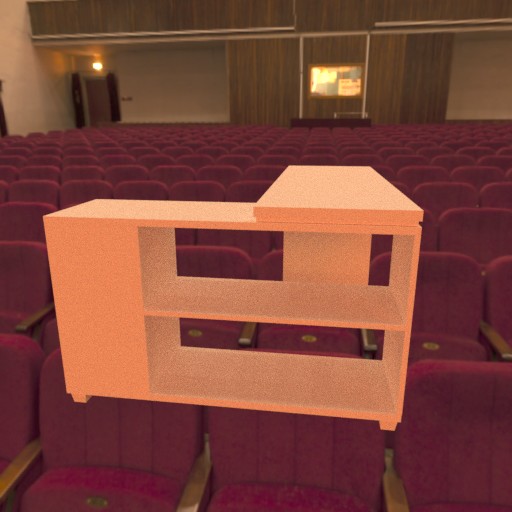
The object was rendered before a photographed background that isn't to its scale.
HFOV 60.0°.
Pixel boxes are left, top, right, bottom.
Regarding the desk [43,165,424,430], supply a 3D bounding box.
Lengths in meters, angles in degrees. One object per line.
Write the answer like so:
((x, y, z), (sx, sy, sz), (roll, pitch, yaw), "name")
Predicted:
((0.000, 0.000, 2.193), (1.199, 0.759, 1.524), (2, 16, 8), "desk")
